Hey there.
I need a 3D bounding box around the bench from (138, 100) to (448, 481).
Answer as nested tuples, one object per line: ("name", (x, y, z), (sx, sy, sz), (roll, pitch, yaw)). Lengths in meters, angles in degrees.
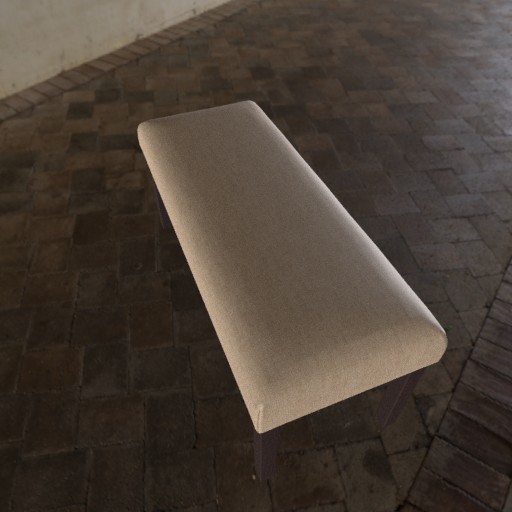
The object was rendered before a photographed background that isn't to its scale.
("bench", (0.000, 0.000, 1.249), (0.407, 0.456, 1.013), (-16, 48, -15))
